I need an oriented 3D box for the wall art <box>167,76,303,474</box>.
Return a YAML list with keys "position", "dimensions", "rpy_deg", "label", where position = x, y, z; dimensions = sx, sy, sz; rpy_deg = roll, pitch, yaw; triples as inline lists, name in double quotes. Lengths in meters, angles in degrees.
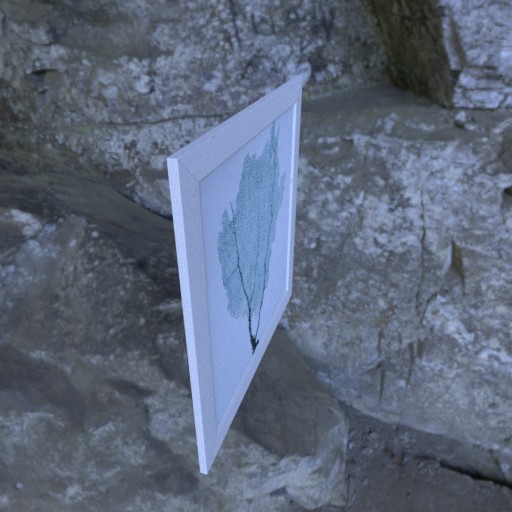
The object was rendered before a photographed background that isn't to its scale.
- position: [0.000, 0.000, 0.869]
  dimensions: [0.015, 0.577, 0.572]
  rpy_deg: [10, 33, 16]
  label: "wall art"
